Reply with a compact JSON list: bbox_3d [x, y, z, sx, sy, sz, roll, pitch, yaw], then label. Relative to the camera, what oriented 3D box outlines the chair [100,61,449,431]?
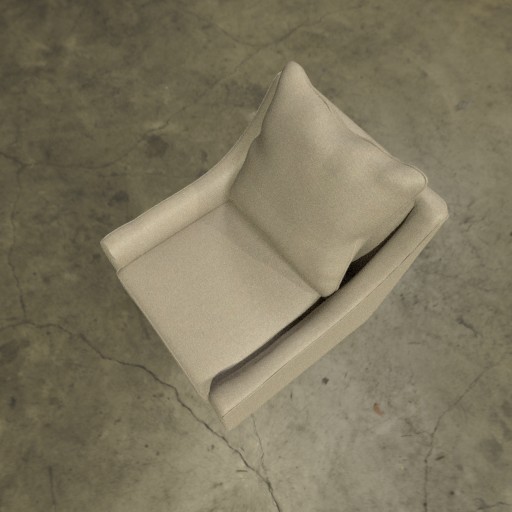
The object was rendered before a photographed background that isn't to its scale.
[{"bbox_3d":[0.000,0.000,1.593,0.876,0.942,0.760,-35,69,-16],"label":"chair"}]
